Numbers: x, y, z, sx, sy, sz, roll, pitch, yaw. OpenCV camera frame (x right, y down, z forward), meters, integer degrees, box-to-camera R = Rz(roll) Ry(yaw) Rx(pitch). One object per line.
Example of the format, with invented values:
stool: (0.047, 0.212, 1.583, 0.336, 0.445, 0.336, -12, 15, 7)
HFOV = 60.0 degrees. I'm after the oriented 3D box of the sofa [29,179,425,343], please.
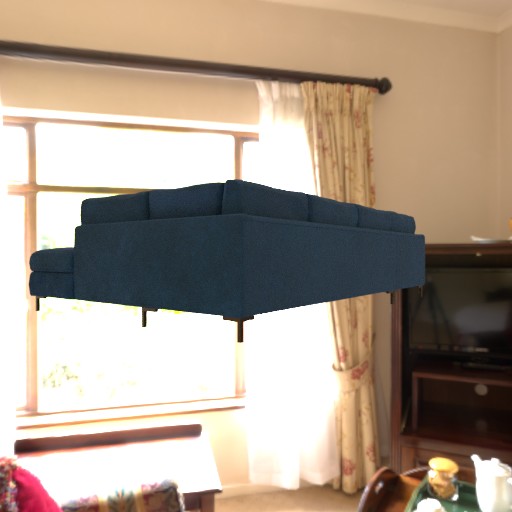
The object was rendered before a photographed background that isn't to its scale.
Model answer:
sofa: (0.000, 0.000, 3.236, 1.707, 0.687, 2.486, 0, 0, 37)
